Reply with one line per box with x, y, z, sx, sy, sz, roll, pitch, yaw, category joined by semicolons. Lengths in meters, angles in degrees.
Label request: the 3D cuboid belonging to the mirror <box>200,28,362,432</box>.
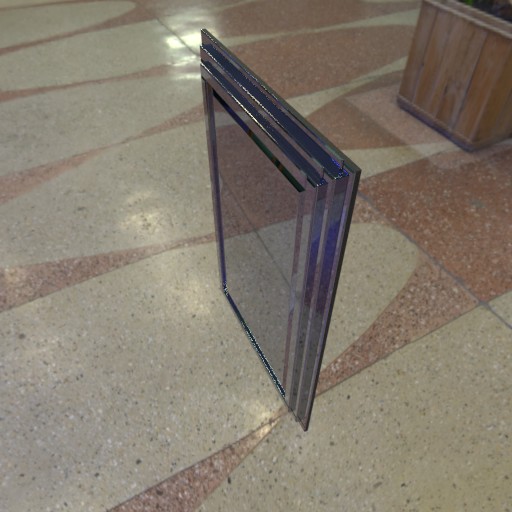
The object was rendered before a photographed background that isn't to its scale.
0.000;0.000;1.147;0.039;0.914;0.613;-19;49;-18;mirror
